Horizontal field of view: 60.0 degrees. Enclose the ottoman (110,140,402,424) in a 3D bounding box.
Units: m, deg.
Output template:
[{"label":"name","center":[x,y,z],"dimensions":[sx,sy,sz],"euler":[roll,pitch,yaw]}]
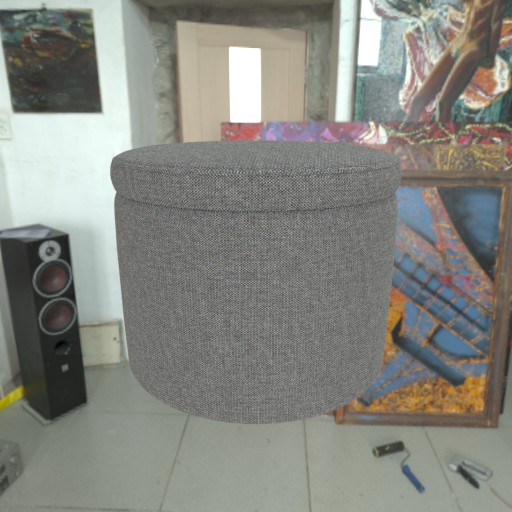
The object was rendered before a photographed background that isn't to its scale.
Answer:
[{"label":"ottoman","center":[0.000,0.000,0.876],"dimensions":[0.520,0.430,0.520],"euler":[0,18,0]}]
